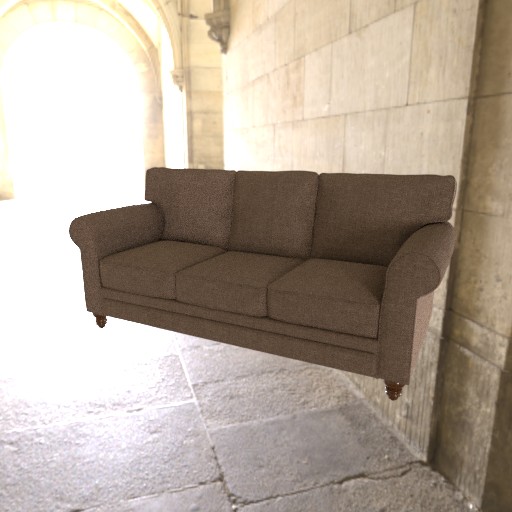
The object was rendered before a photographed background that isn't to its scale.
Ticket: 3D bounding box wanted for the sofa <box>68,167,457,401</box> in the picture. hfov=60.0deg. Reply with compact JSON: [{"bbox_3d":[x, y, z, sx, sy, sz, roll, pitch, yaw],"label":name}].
[{"bbox_3d":[0.000,0.000,2.580,2.084,0.961,0.916,7,16,26],"label":"sofa"}]
